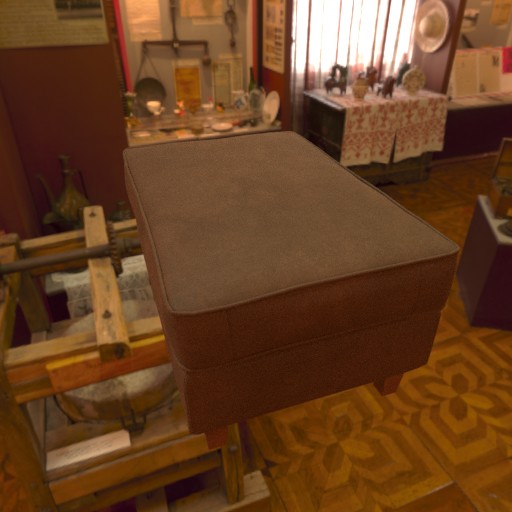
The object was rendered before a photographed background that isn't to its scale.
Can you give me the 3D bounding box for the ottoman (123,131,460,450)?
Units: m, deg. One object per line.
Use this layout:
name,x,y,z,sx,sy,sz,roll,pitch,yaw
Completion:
ottoman,0.000,0.000,1.210,0.596,0.481,0.860,-11,34,-16
